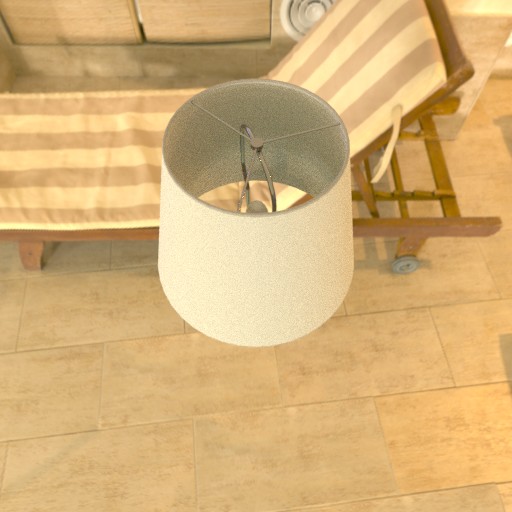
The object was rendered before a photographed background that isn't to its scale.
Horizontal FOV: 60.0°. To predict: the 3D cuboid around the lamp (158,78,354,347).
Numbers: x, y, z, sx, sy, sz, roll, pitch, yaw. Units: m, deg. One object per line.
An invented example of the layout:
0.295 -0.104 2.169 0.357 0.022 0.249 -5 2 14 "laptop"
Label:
0.000 0.000 0.815 0.355 0.582 0.355 0 59 0 "lamp"
